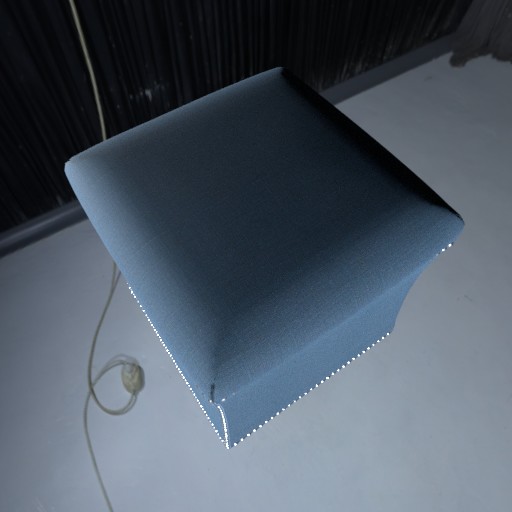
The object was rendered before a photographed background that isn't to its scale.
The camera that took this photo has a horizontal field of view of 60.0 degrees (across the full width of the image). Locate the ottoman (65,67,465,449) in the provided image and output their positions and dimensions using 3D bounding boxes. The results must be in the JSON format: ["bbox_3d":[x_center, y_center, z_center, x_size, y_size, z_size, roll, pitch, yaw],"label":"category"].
[{"bbox_3d":[0.000,0.000,0.895,0.497,0.475,0.507,-30,62,-18],"label":"ottoman"}]
